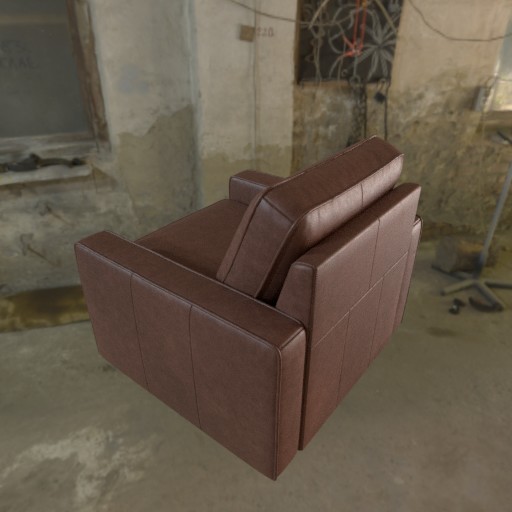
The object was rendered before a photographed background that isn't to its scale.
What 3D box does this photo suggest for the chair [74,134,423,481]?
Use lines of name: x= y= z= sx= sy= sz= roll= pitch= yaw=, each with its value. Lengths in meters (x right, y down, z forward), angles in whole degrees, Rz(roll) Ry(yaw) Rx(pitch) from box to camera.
chair: x=0.000 y=0.000 z=1.733 sx=0.940 sy=0.919 sz=1.017 roll=22 pitch=37 yaw=32
